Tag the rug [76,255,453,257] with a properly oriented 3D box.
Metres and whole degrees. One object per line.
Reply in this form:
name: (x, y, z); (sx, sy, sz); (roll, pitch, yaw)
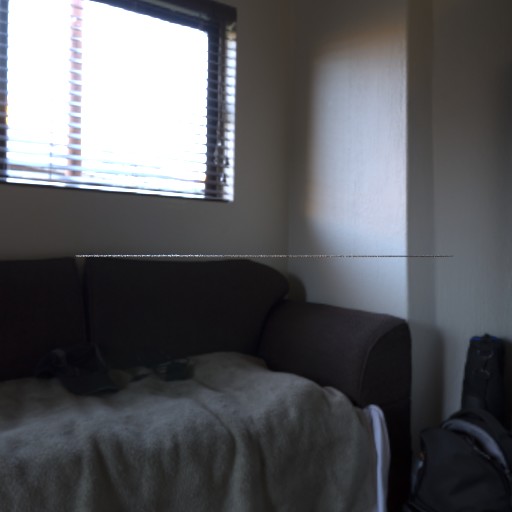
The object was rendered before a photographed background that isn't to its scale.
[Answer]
rug: (0.000, 0.000, 2.978); (2.432, 0.006, 1.520); (0, 0, 17)
